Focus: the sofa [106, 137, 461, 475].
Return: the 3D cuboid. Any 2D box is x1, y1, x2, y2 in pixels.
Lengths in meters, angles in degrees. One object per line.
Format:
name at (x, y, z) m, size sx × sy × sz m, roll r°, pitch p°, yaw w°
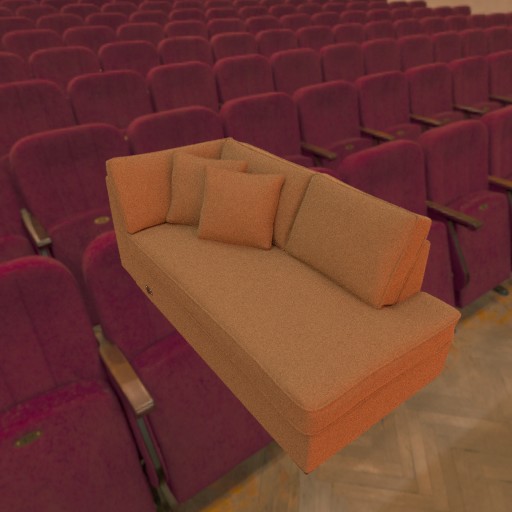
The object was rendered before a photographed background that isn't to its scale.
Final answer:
sofa at (0.000, 0.000, 2.810) m, size 1.110 × 1.033 × 2.237 m, roll -21°, pitch 38°, yaw -30°
